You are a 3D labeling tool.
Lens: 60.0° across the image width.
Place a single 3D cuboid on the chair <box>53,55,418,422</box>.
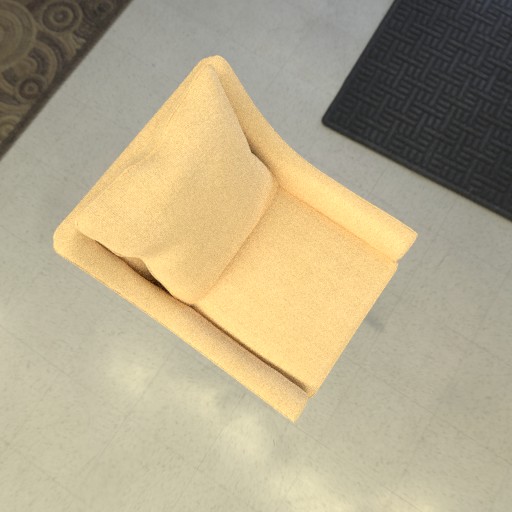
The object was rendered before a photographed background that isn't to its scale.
[{"bbox_3d":[0.000,0.000,1.556,0.876,0.927,0.760,35,79,8],"label":"chair"}]
